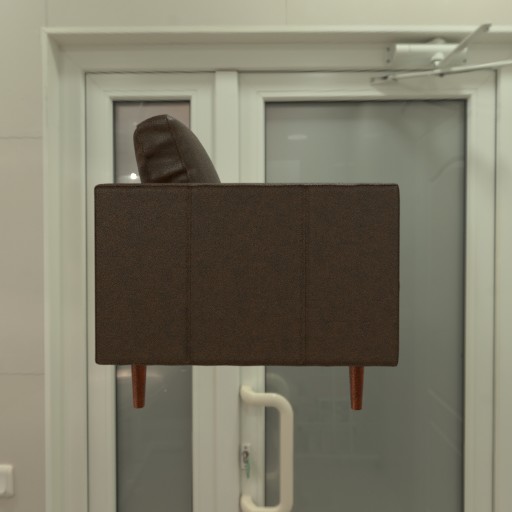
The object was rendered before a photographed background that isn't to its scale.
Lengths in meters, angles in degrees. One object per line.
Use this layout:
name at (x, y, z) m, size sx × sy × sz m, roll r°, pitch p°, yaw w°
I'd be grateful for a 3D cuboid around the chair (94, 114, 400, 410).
chair at (0.000, 0.000, 1.699) m, size 0.909 × 0.956 × 0.890 m, roll 0°, pitch 1°, yaw 1°
